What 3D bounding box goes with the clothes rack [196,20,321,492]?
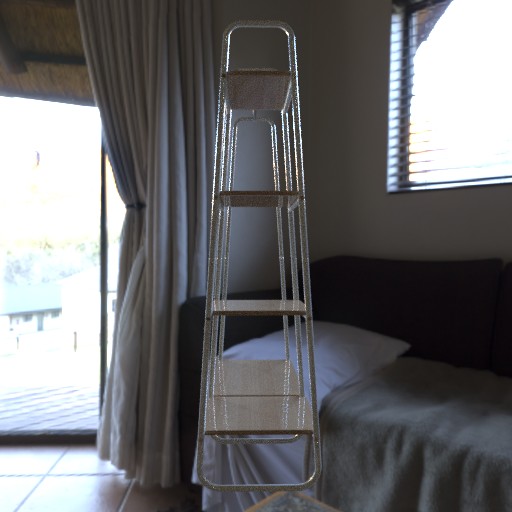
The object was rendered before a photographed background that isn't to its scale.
[{"bbox_3d":[0.000,0.000,1.907,0.400,1.500,1.011,0,0,-1],"label":"clothes rack"}]
